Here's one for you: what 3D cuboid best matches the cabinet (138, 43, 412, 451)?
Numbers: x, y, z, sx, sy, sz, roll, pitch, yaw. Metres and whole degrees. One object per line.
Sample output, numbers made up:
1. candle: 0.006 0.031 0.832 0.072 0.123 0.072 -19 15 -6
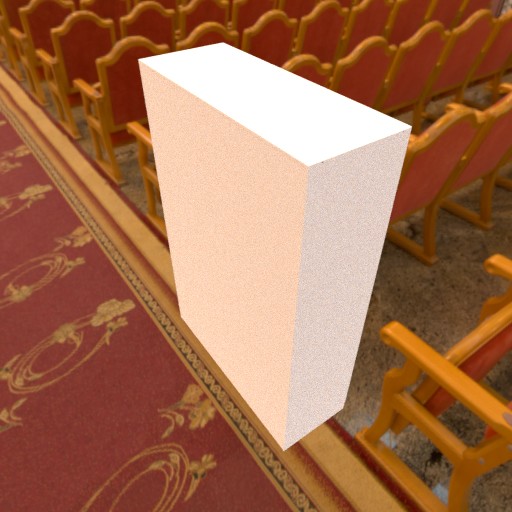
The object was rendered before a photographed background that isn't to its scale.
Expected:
1. cabinet: 0.000 0.000 2.526 0.510 1.910 1.290 -25 47 -26
